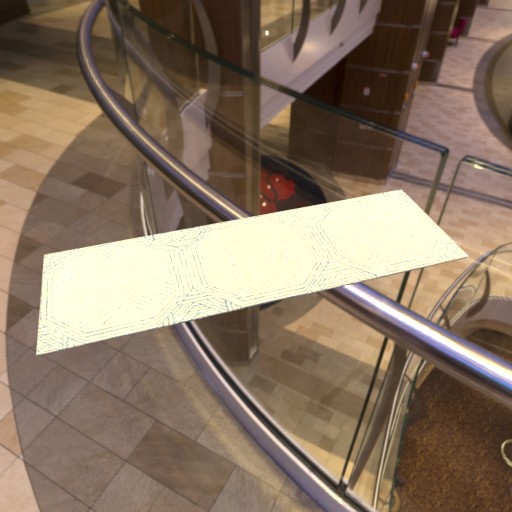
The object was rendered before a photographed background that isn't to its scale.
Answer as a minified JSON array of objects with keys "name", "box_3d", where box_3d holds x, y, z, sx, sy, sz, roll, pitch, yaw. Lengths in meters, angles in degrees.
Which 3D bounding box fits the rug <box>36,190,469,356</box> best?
[{"name":"rug","box_3d":[0.000,0.000,2.682,2.452,0.012,0.775,-11,43,-13]}]
